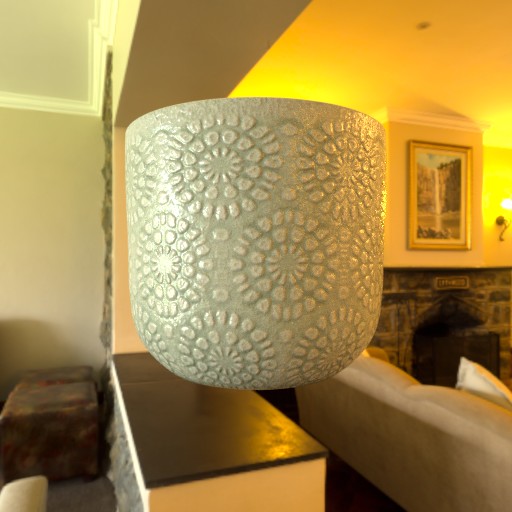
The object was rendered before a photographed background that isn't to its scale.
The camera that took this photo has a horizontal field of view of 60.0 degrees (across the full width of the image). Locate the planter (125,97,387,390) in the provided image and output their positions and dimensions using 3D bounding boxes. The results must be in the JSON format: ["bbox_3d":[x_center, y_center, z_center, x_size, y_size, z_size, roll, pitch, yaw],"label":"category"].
[{"bbox_3d":[0.000,0.000,0.298,0.169,0.153,0.169,0,-1,0],"label":"planter"}]
